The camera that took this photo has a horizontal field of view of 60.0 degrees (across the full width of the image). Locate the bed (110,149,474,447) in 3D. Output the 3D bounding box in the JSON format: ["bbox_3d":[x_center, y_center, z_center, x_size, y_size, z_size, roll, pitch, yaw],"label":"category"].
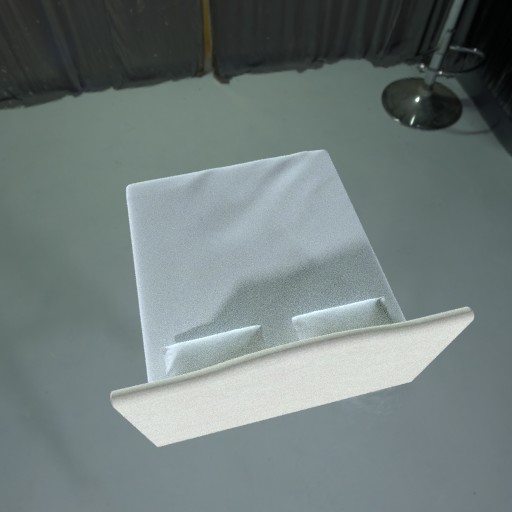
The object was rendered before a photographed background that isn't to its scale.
[{"bbox_3d":[0.000,0.000,3.492,2.083,1.421,2.182,-12,58,-7],"label":"bed"}]
